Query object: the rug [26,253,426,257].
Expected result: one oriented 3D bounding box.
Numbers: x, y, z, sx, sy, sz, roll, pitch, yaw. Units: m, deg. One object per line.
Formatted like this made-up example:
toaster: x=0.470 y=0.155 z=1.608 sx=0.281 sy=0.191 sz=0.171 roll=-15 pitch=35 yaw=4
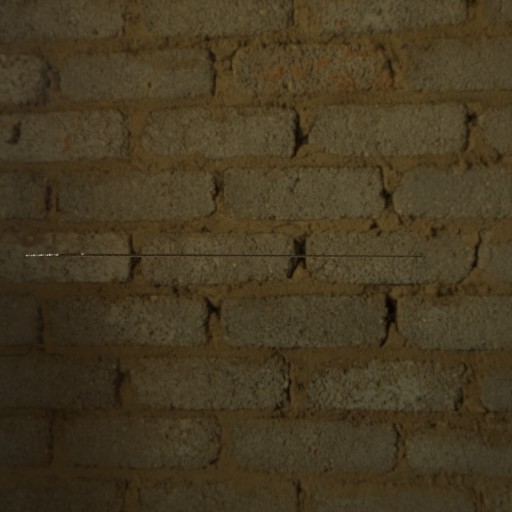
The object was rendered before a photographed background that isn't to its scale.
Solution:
rug: x=0.000 y=0.000 z=2.726 sx=2.440 sy=0.013 sz=0.769 roll=0 pitch=0 yaw=-36
